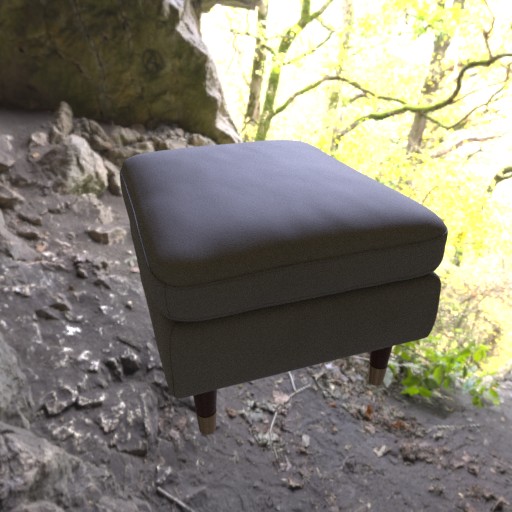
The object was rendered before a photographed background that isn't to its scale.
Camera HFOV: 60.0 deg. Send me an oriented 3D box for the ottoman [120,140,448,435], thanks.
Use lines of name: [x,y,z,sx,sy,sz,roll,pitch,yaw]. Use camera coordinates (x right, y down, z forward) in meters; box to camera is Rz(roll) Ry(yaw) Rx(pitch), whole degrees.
ottoman: [0.000,0.000,1.130,0.593,0.478,0.747,-10,29,-17]
